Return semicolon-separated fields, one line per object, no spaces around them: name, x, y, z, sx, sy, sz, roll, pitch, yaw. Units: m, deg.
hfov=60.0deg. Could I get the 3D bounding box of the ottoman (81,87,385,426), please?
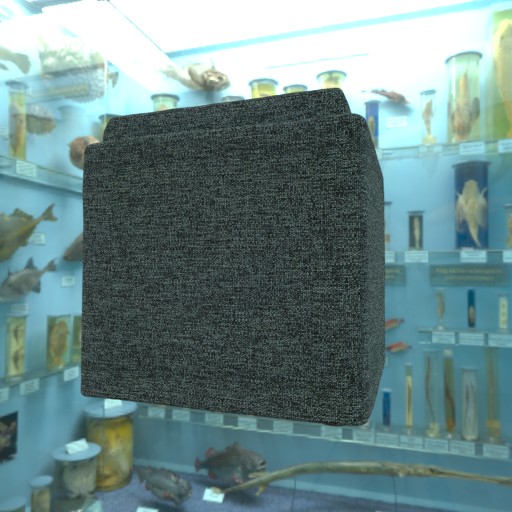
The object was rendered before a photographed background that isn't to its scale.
ottoman;0.000;0.000;0.834;0.450;0.463;0.450;-1;-2;19
